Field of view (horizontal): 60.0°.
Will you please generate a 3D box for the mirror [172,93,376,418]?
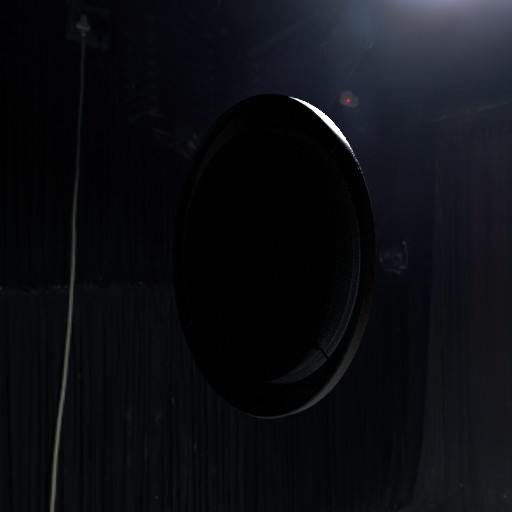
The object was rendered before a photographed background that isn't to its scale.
[{"bbox_3d":[0.000,0.000,1.321,0.111,0.907,0.907,1,-1,-37],"label":"mirror"}]
